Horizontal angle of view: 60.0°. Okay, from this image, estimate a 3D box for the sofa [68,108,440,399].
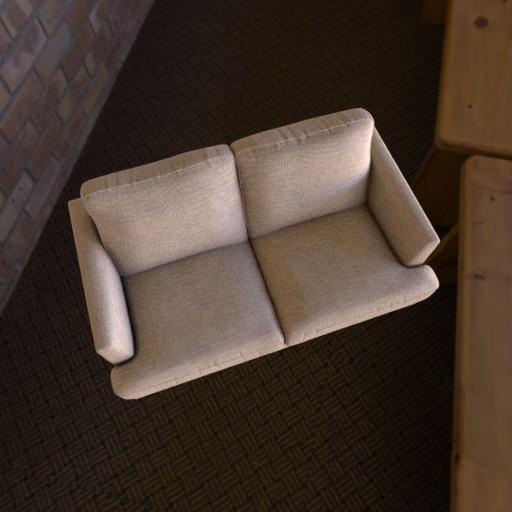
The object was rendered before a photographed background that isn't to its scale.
[{"bbox_3d":[0.000,0.000,2.180,1.582,0.944,0.903,-17,66,-8],"label":"sofa"}]
